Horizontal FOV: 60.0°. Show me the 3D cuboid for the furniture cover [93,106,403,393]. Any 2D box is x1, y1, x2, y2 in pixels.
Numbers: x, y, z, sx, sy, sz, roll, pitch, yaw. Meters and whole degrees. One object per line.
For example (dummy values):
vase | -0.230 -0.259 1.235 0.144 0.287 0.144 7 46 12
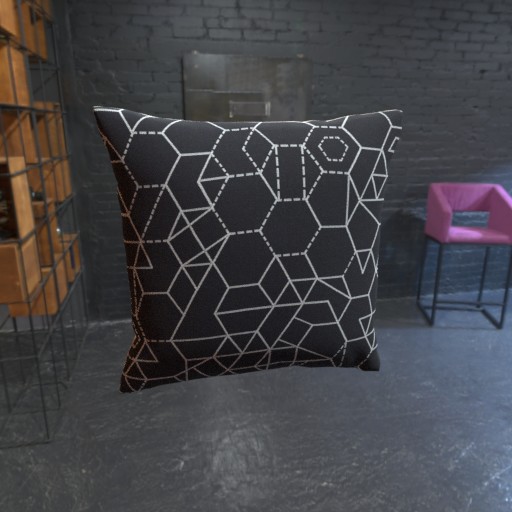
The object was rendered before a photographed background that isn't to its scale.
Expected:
furniture cover | 0.000 0.000 0.799 0.517 0.508 0.158 -3 16 -10
